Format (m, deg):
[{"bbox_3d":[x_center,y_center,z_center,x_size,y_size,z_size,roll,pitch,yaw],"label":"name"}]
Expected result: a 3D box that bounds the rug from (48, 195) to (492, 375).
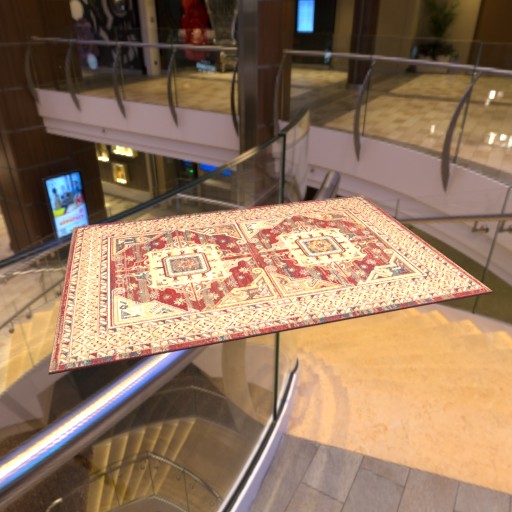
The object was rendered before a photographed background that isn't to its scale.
[{"bbox_3d":[0.000,0.000,5.631,4.578,0.033,3.033,-8,30,-14],"label":"rug"}]
